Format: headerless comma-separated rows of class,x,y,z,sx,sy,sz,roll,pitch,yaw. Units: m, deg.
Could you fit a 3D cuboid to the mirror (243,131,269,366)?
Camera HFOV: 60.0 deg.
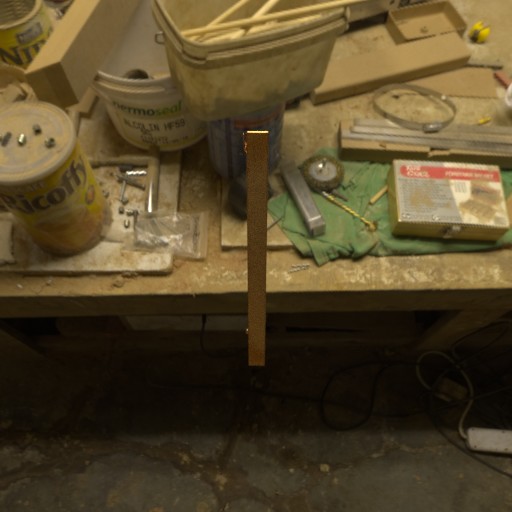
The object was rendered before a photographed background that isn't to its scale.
mirror,0.000,0.000,0.851,0.032,0.679,0.419,0,63,0
